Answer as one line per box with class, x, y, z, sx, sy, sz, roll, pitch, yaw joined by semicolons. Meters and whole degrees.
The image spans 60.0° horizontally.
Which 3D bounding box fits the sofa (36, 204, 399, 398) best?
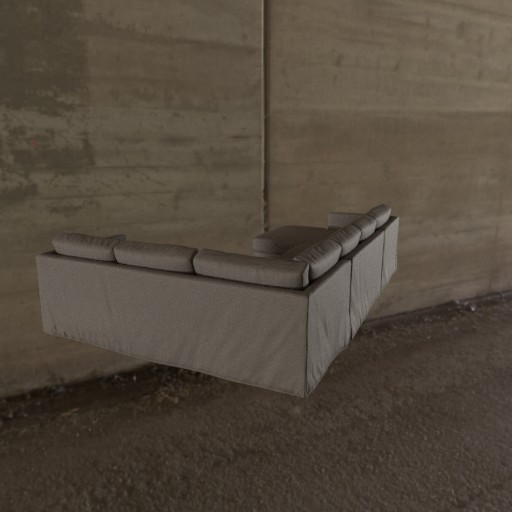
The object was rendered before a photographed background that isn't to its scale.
sofa;0.000;0.000;4.743;2.476;0.878;3.528;7;15;25
